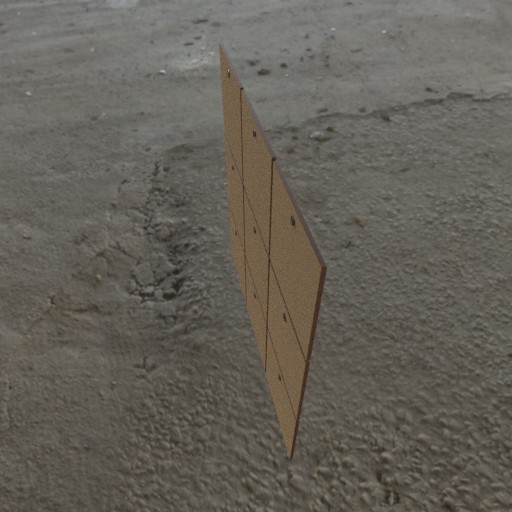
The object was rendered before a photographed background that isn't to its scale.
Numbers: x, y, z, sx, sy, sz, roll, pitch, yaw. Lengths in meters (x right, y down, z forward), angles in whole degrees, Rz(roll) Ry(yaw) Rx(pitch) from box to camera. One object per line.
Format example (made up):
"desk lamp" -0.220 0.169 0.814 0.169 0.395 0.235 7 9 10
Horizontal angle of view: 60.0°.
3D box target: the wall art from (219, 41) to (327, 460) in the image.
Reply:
"wall art" 0.000 0.000 1.798 0.019 1.218 1.221 -10 48 -9
